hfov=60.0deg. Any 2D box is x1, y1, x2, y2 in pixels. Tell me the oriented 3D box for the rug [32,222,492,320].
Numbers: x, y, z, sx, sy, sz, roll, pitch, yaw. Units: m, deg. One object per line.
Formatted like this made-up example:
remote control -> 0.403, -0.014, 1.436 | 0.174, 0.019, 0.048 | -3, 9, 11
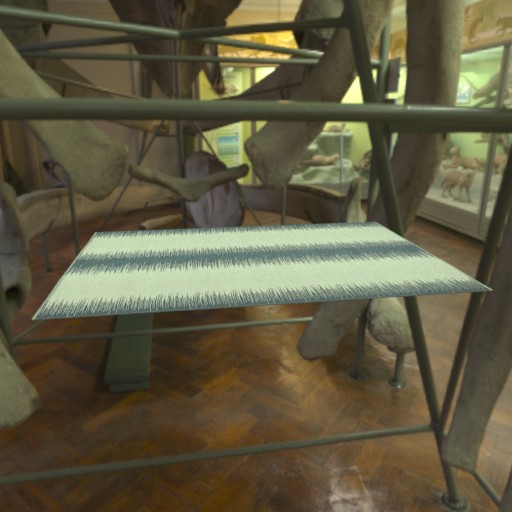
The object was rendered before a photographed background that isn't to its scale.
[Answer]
rug -> 0.000, 0.000, 2.324 | 1.854, 0.006, 1.234 | -3, 18, -8
